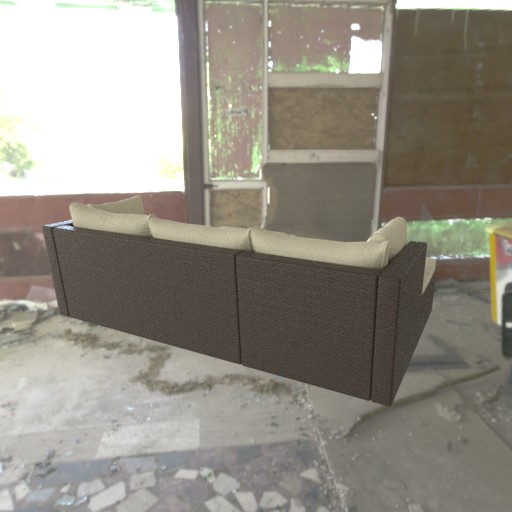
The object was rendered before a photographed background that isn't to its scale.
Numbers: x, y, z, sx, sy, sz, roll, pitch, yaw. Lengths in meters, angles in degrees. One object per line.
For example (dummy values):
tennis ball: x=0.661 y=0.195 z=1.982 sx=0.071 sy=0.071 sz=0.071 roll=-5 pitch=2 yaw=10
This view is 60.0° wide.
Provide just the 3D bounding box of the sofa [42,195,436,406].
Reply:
sofa: x=0.000 y=0.000 z=3.013 sx=2.192 sy=0.766 sz=1.612 roll=8 pitch=17 yaw=27
